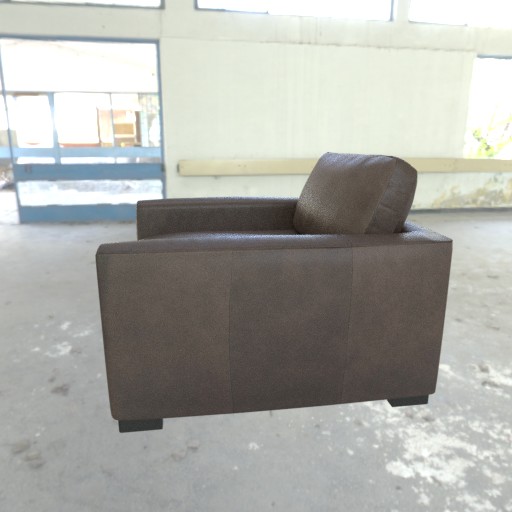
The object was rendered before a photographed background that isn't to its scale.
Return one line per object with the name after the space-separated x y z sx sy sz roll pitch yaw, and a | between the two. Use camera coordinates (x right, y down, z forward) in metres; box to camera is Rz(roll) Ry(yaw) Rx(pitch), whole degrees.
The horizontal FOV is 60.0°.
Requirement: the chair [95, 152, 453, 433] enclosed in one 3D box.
0.000 0.000 1.793 1.069 0.812 1.100 -2 15 -8 | chair
